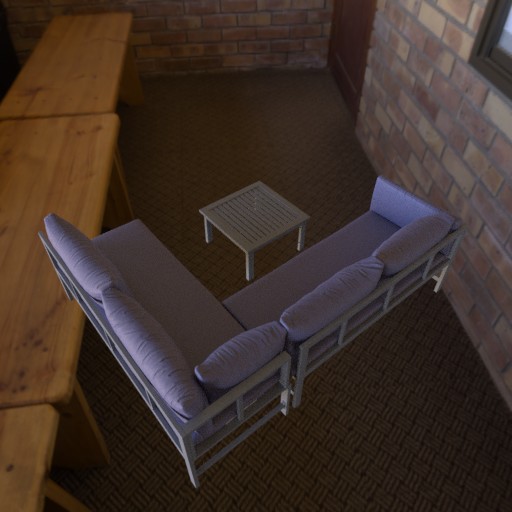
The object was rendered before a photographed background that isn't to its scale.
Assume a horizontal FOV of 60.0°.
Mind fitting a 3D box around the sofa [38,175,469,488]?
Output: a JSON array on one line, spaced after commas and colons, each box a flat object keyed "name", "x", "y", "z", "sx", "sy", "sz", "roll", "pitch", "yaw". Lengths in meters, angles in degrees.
[{"name": "sofa", "x": 0.000, "y": 0.000, "z": 2.956, "sx": 2.149, "sy": 0.762, "sz": 1.658, "roll": -30, "pitch": 52, "yaw": -27}]
